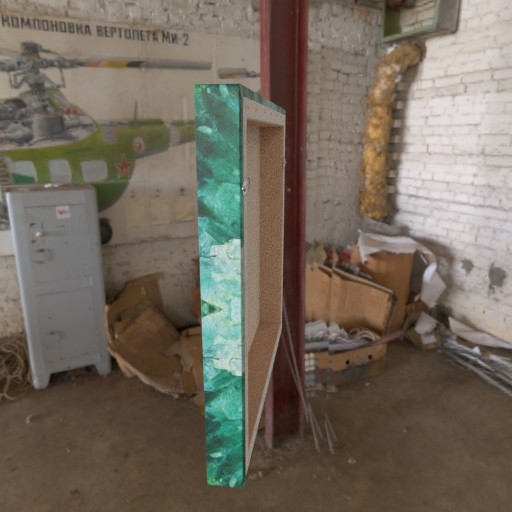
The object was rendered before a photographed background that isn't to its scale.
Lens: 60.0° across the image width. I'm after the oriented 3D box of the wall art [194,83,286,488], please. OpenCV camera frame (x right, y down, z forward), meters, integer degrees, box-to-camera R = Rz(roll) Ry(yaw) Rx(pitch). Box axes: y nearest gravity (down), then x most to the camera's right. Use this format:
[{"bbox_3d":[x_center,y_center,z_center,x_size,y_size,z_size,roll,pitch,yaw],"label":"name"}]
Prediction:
[{"bbox_3d":[0.000,0.000,0.474,0.033,0.313,0.313,2,15,9],"label":"wall art"}]
